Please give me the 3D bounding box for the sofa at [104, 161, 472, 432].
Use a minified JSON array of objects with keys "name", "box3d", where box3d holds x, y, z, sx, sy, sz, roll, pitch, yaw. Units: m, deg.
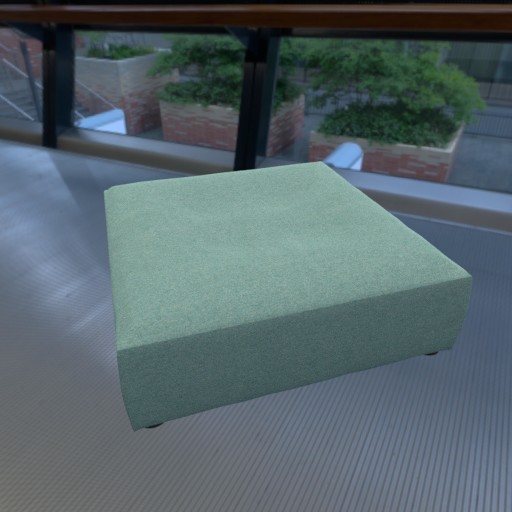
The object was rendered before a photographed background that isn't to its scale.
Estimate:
[{"name":"sofa","box3d":[0.000,0.000,1.485,0.930,0.330,0.930,-10,33,-15]}]
